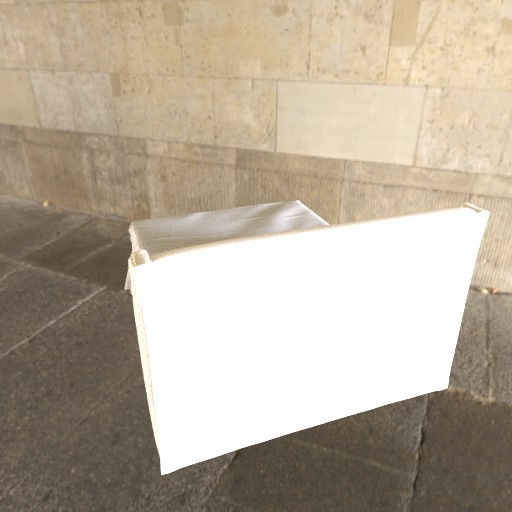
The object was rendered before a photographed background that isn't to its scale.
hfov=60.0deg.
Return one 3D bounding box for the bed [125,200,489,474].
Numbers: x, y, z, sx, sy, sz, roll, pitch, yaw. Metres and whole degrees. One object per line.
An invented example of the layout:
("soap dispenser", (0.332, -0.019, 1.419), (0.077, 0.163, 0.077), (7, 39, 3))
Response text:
("bed", (0.000, 0.000, 3.348), (1.925, 1.332, 2.276), (-9, 28, -18))
